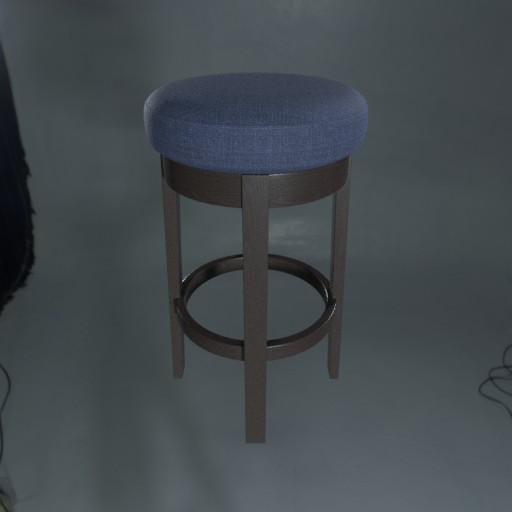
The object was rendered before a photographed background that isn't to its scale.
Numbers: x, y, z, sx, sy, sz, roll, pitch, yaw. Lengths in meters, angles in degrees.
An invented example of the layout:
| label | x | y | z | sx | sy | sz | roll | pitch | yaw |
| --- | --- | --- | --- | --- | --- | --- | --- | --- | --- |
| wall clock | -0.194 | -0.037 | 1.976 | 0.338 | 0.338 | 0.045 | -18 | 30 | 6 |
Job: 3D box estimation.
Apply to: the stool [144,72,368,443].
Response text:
| label | x | y | z | sx | sy | sz | roll | pitch | yaw |
| --- | --- | --- | --- | --- | --- | --- | --- | --- | --- |
| stool | 0.000 | 0.000 | 1.030 | 0.446 | 0.758 | 0.446 | 0 | 31 | 0 |
